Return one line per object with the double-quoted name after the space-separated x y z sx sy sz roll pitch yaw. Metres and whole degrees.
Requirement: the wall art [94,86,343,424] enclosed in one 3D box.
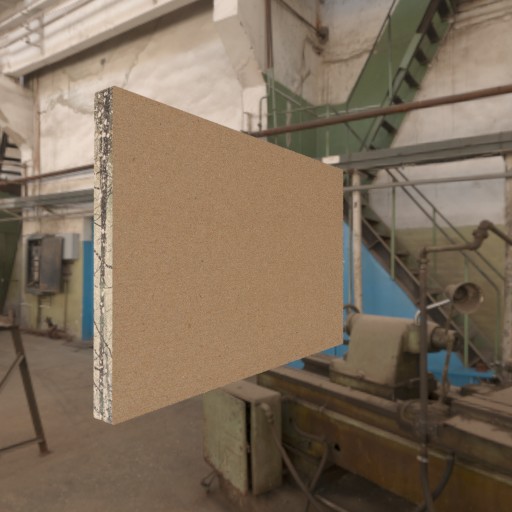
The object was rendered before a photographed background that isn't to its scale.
0.000 0.000 0.779 0.042 0.398 0.618 0 0 37 "wall art"
